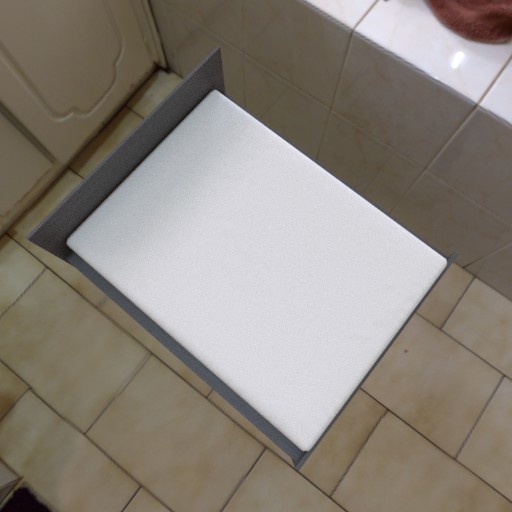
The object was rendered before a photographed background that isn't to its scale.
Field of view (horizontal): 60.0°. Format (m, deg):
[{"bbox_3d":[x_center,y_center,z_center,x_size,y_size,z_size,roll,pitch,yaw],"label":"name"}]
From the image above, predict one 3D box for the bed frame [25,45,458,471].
[{"bbox_3d":[0.000,0.000,2.828,1.960,0.800,1.622,39,79,9],"label":"bed frame"}]
